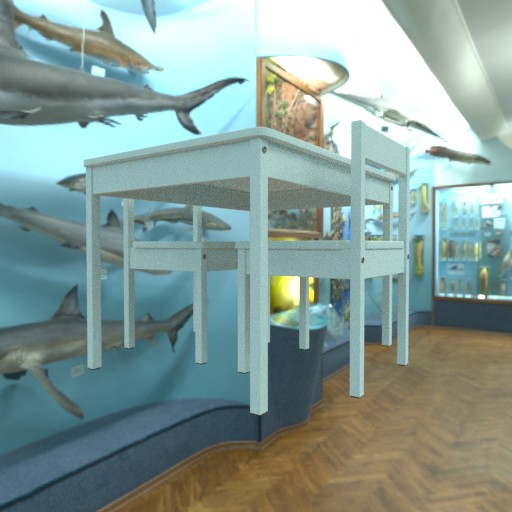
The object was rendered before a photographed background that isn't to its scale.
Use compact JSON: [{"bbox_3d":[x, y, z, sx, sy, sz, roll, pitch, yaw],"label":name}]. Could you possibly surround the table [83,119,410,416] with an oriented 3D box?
[{"bbox_3d":[0.000,0.000,1.107,0.672,0.503,0.650,1,2,36],"label":"table"}]
